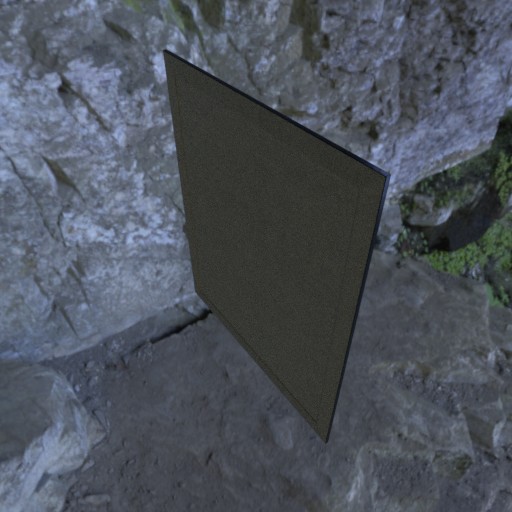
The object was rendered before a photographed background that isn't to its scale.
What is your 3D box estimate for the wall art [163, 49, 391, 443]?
[{"bbox_3d":[0.000,0.000,0.620,0.023,0.457,0.381,-26,48,-26],"label":"wall art"}]
